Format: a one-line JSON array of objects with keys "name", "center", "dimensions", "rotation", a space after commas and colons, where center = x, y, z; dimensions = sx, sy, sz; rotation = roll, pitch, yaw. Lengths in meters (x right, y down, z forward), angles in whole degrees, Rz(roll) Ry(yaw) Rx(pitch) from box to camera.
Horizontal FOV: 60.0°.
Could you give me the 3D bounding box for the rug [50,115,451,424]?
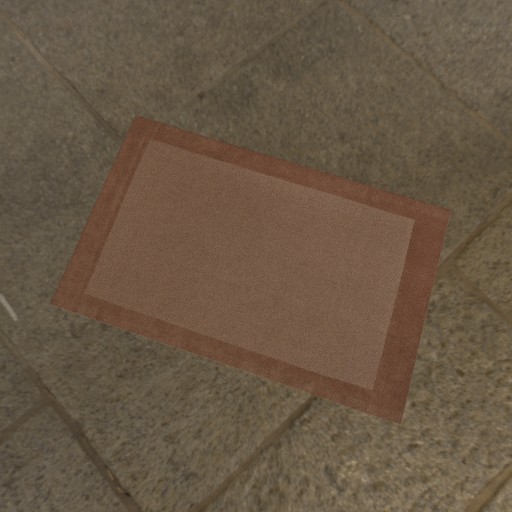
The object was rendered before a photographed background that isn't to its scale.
[{"name": "rug", "center": [0.000, 0.000, 3.087], "dimensions": [2.438, 0.014, 1.524], "rotation": [18, 76, 5]}]
